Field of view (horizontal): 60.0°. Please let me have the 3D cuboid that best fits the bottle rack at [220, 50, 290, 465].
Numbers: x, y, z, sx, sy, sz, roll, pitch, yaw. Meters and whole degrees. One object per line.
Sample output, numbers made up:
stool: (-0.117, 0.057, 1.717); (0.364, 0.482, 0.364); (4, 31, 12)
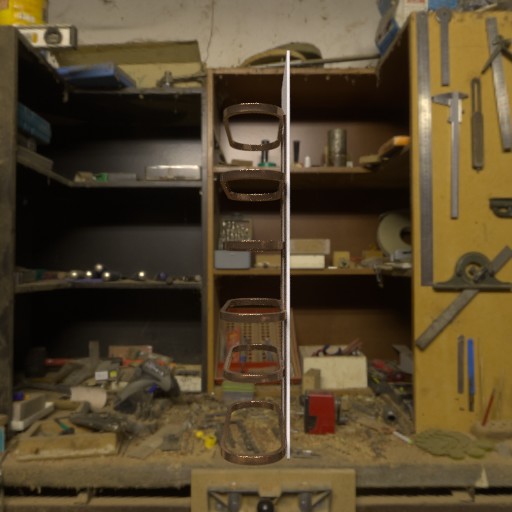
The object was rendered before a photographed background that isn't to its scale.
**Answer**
bottle rack: (0.000, 0.000, 0.855); (0.118, 0.709, 0.332); (0, 0, 1)
